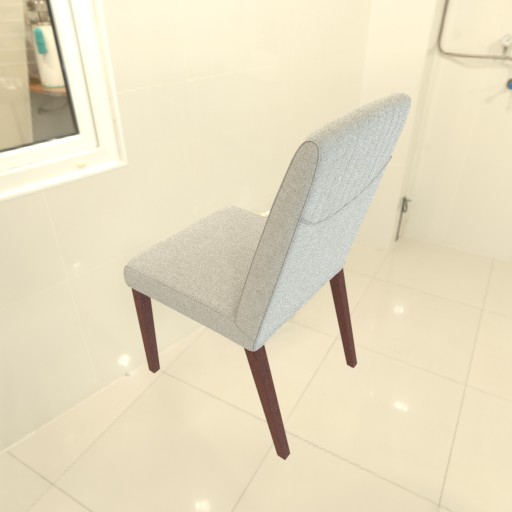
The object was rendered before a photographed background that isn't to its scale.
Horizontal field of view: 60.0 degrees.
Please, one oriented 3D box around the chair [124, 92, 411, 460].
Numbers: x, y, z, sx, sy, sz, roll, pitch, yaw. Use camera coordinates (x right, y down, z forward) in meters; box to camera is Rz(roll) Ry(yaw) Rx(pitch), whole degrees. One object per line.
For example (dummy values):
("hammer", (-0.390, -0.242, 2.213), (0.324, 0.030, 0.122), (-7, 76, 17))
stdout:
("chair", (0.000, 0.000, 1.239), (0.594, 0.900, 0.480), (22, 39, 30))
